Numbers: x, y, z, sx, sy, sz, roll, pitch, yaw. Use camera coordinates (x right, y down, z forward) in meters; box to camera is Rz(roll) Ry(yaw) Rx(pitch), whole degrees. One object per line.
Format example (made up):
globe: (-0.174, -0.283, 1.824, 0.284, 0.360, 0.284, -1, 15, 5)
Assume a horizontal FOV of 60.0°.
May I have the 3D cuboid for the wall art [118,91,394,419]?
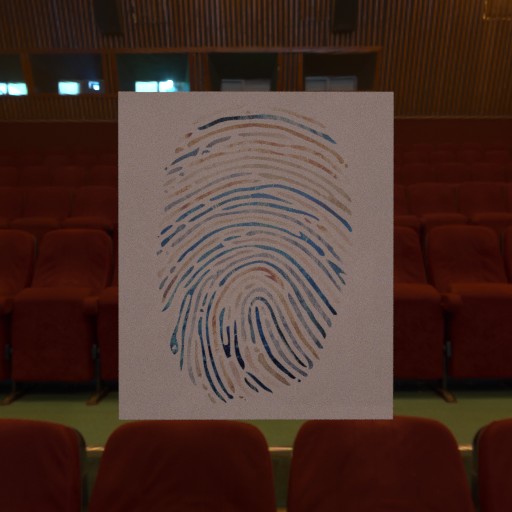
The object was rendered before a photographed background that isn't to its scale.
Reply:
wall art: (0.000, 0.000, 0.836, 0.508, 0.606, 0.037, 0, 0, 0)
